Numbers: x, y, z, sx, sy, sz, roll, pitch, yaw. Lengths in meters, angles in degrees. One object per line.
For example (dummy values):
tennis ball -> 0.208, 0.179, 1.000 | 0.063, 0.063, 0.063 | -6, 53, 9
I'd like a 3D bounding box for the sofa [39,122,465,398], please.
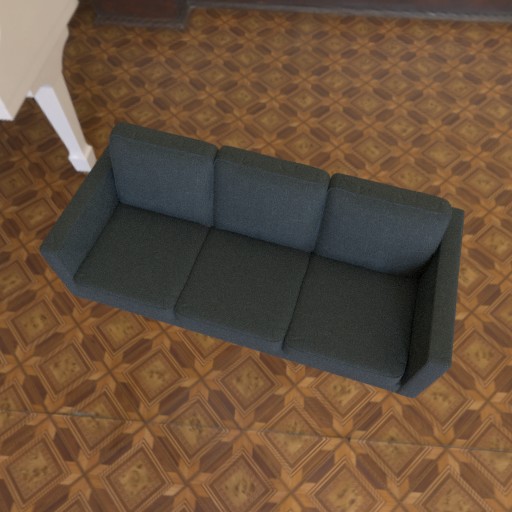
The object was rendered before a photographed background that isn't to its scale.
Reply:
sofa -> 0.000, 0.000, 2.453 | 2.013, 0.945, 0.935 | 15, 60, 9
